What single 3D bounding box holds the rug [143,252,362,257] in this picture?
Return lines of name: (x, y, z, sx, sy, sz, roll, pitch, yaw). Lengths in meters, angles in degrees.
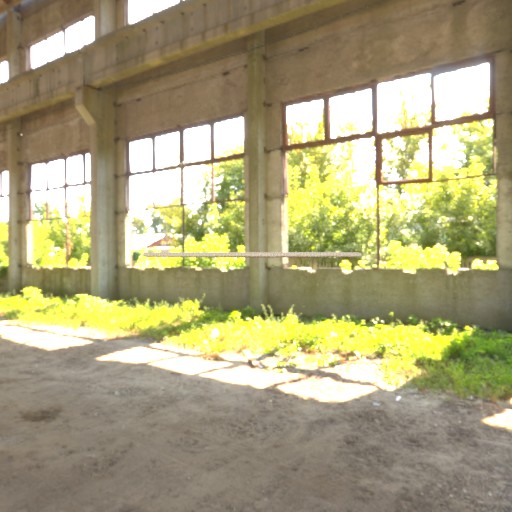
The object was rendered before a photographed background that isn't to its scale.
rug: (0.000, 0.000, 2.501, 0.678, 0.014, 2.276, 0, 0, 1)
